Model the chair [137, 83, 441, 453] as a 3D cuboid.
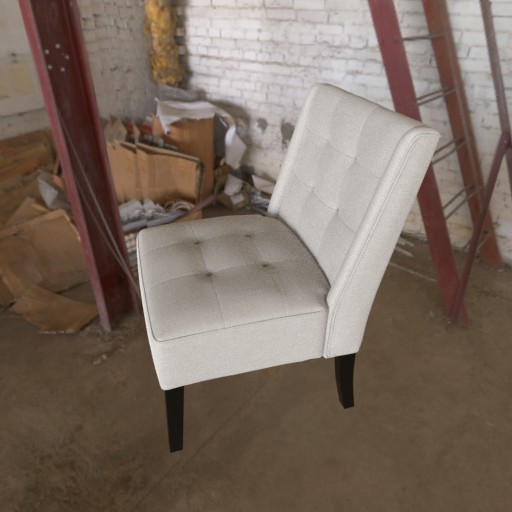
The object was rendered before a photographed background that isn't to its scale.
[{"bbox_3d":[0.000,0.000,1.301,0.676,0.853,0.569,-9,33,-14],"label":"chair"}]
